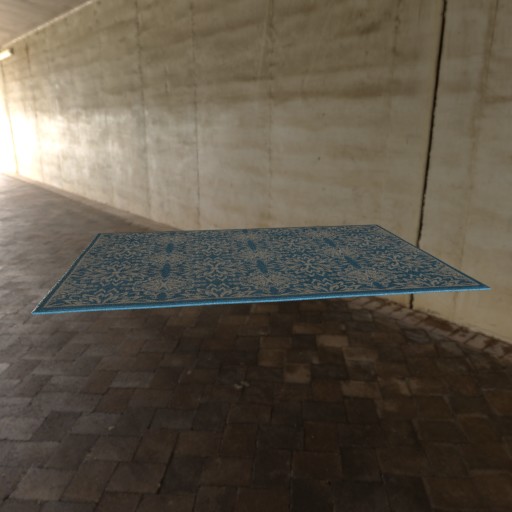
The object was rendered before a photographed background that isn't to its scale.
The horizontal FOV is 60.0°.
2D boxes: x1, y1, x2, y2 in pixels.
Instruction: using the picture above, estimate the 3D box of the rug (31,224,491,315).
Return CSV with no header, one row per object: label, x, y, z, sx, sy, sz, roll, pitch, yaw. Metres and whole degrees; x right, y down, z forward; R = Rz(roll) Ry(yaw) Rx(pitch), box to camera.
rug,0.000,0.000,2.318,1.833,0.012,1.211,-2,17,-8
